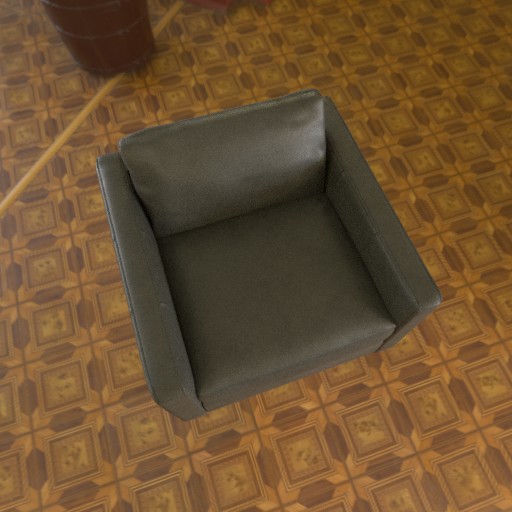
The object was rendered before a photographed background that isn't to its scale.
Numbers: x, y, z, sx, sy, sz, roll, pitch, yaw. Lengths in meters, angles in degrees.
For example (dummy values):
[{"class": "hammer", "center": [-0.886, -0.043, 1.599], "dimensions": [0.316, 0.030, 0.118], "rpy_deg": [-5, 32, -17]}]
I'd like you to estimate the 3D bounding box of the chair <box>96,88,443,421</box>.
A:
[{"class": "chair", "center": [0.000, 0.000, 1.534], "dimensions": [0.967, 0.824, 0.861], "rpy_deg": [-17, 65, -8]}]
